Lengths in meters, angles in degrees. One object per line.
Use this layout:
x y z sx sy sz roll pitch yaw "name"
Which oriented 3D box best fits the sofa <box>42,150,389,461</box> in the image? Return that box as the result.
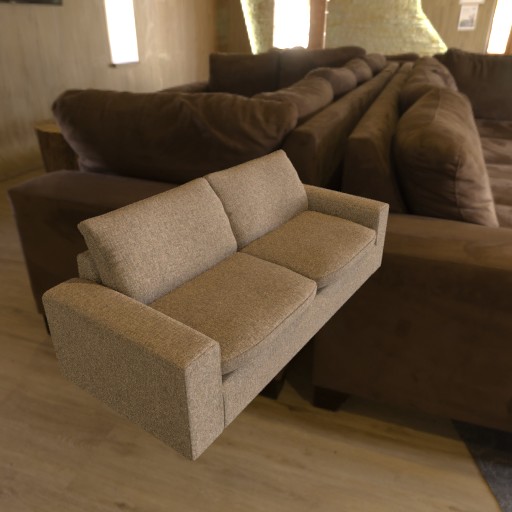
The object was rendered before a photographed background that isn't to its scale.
0.000 0.000 2.848 1.040 0.922 2.299 17 32 31 "sofa"
